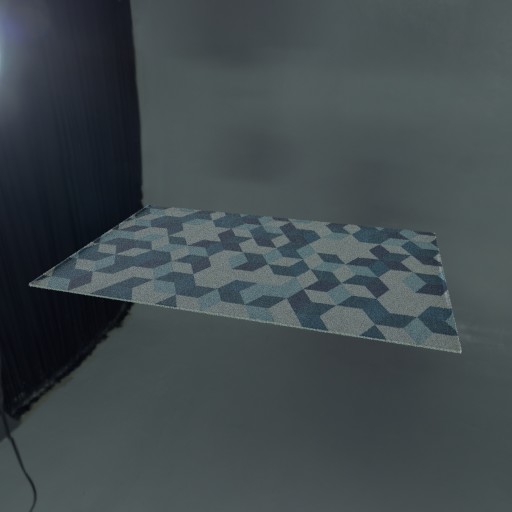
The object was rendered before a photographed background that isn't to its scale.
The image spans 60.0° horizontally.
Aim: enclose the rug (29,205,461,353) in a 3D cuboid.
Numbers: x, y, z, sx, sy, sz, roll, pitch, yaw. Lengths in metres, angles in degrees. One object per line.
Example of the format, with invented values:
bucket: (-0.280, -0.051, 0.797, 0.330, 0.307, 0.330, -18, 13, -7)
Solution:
rug: (0.000, 0.000, 3.049, 2.438, 0.015, 1.518, 7, 26, 14)
